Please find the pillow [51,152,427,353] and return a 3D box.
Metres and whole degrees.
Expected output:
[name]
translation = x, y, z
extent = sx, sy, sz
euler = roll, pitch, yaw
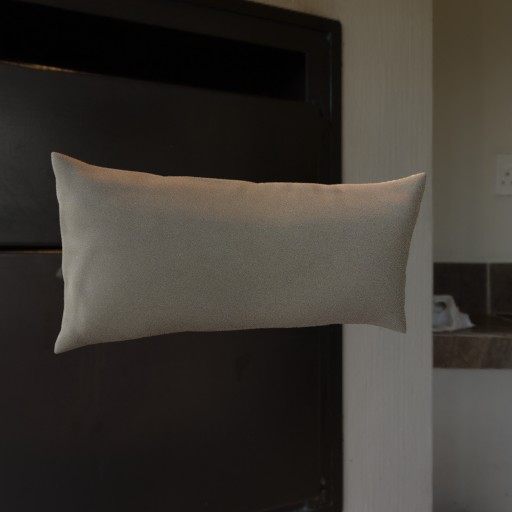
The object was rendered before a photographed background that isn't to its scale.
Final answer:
[pillow]
translation = 0.000, 0.000, 0.721
extent = 0.608, 0.292, 0.156
euler = 0, 0, -17
